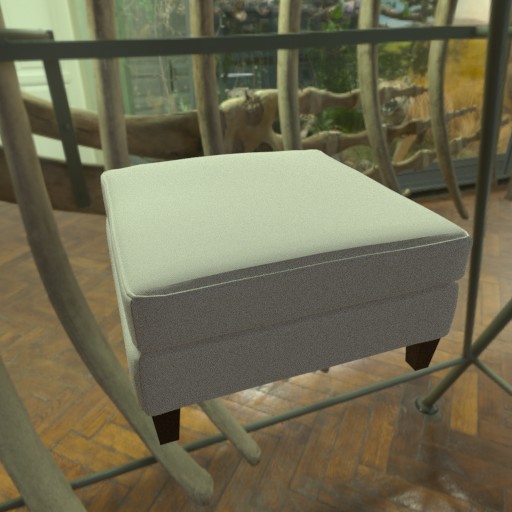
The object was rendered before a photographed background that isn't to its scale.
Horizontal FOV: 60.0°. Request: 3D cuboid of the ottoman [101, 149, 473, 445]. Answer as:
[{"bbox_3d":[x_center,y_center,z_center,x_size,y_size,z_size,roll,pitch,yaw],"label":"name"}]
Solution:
[{"bbox_3d":[0.000,0.000,1.355,0.838,0.479,0.838,-10,30,-18],"label":"ottoman"}]
